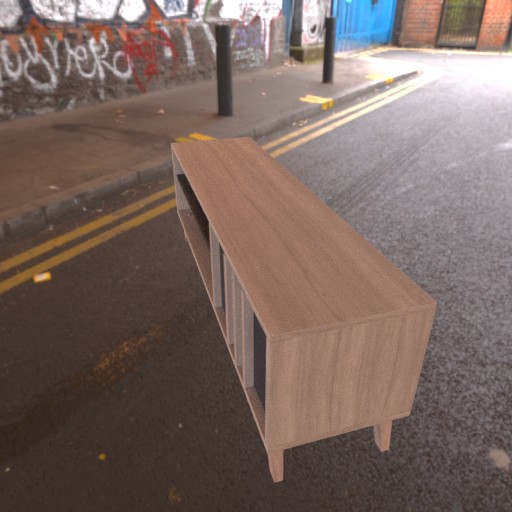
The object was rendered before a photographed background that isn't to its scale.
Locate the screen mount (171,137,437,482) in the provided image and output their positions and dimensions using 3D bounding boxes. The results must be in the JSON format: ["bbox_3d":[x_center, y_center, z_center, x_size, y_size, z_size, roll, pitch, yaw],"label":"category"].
[{"bbox_3d":[0.000,0.000,1.691,0.401,0.509,1.500,-9,31,-15],"label":"screen mount"}]
